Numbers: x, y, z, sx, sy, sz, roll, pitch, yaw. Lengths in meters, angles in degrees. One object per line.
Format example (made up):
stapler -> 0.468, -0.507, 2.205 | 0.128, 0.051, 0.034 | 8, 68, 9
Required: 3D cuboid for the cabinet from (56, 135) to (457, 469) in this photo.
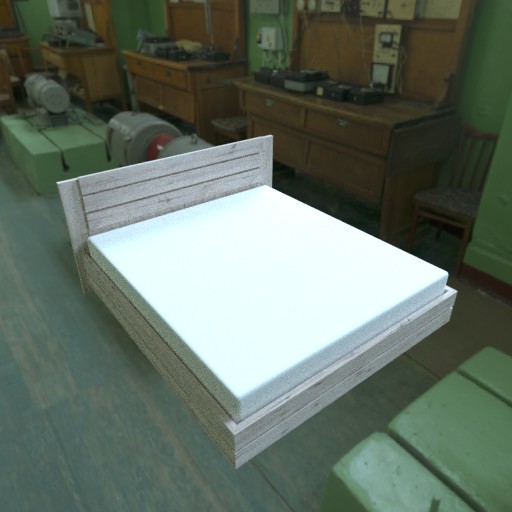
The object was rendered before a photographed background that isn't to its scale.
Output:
cabinet -> 0.000, 0.000, 3.169 | 1.950, 0.970, 2.080 | -22, 37, -32
